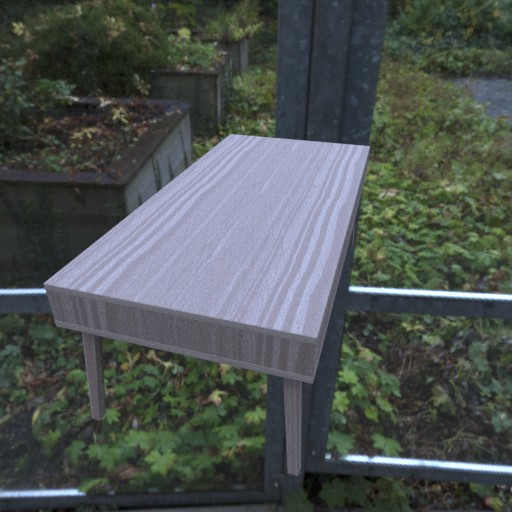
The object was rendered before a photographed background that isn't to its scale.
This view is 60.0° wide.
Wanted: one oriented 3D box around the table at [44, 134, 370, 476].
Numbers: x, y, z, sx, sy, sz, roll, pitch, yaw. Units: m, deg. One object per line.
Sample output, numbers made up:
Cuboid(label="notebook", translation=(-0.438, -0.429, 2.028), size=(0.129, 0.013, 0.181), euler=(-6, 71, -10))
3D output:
Cuboid(label="table", translation=(0.000, 0.000, 1.493), size=(0.600, 0.450, 1.200), euler=(9, 32, 14))
